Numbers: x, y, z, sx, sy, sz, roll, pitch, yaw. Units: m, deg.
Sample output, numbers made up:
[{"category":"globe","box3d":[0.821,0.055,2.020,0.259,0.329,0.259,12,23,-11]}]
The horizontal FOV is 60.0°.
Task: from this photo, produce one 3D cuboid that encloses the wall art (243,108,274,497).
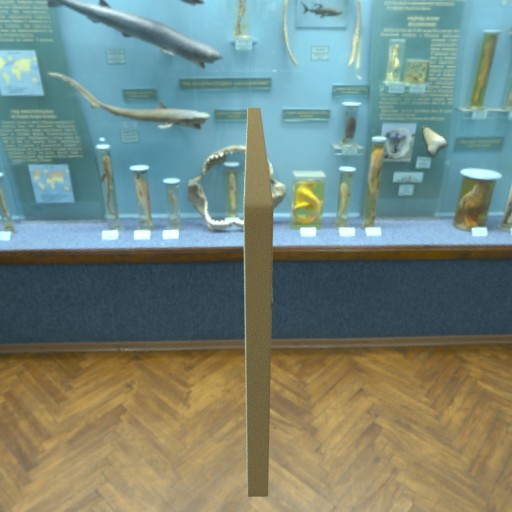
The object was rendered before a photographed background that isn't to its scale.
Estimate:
[{"category":"wall art","box3d":[0.000,0.000,0.476,0.019,0.254,0.380,0,26,-1]}]
